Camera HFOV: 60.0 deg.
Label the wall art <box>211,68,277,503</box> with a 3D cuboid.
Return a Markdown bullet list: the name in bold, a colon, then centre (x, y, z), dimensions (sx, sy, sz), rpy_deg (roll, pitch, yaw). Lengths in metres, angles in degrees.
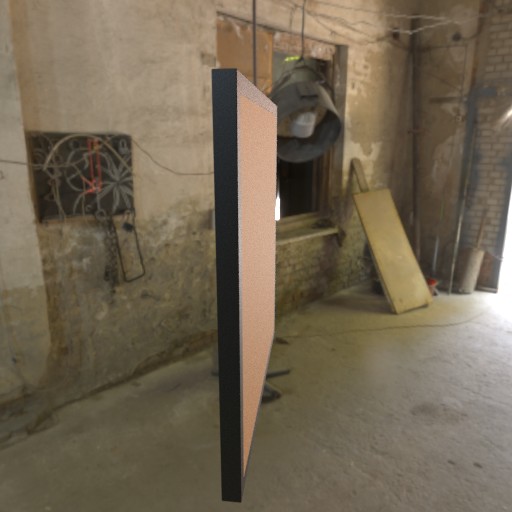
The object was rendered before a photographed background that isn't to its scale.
- **wall art**: centre (0.000, 0.000, 1.110), dimensions (0.038, 0.765, 0.765), rpy_deg (2, 15, 7)
